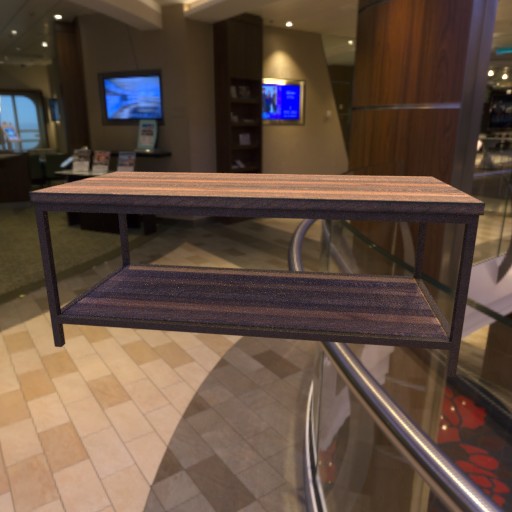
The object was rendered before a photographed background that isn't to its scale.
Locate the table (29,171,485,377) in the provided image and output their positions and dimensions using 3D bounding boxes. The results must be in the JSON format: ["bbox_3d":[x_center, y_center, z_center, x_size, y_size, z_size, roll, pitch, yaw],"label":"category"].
[{"bbox_3d":[0.000,0.000,1.223,0.990,0.399,0.452,2,17,8],"label":"table"}]
